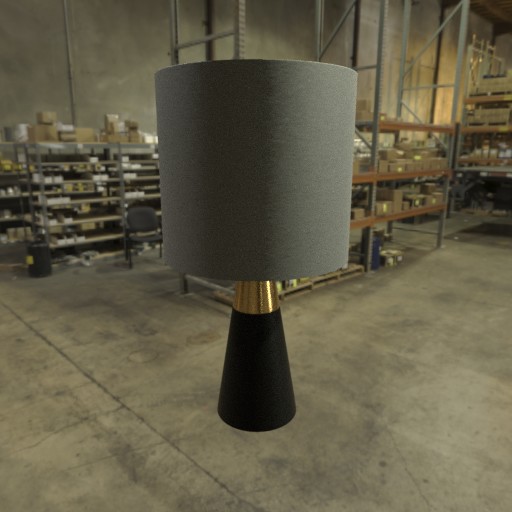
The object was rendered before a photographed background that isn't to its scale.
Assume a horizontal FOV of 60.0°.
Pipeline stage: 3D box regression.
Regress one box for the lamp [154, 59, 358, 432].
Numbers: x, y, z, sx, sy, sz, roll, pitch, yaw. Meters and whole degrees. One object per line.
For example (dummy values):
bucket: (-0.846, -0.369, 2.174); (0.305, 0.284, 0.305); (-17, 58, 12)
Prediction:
lamp: (0.000, 0.000, 0.755); (0.308, 0.580, 0.308); (-14, 19, -43)
